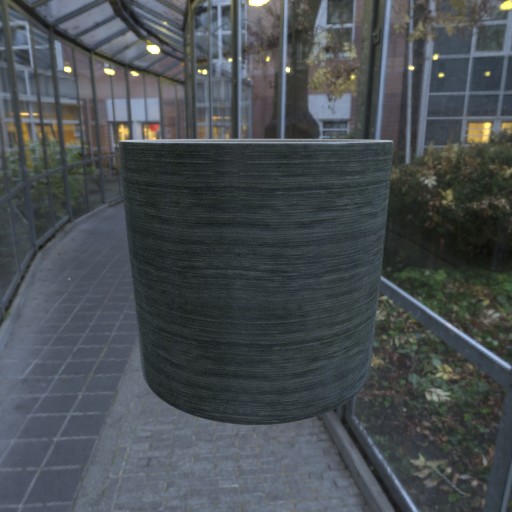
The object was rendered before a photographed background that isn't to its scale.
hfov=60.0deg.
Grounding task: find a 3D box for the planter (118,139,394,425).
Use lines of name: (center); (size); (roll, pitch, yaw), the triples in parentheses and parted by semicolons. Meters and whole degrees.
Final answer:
planter: (0.000, 0.000, 0.398); (0.221, 0.201, 0.221); (0, 15, 0)
